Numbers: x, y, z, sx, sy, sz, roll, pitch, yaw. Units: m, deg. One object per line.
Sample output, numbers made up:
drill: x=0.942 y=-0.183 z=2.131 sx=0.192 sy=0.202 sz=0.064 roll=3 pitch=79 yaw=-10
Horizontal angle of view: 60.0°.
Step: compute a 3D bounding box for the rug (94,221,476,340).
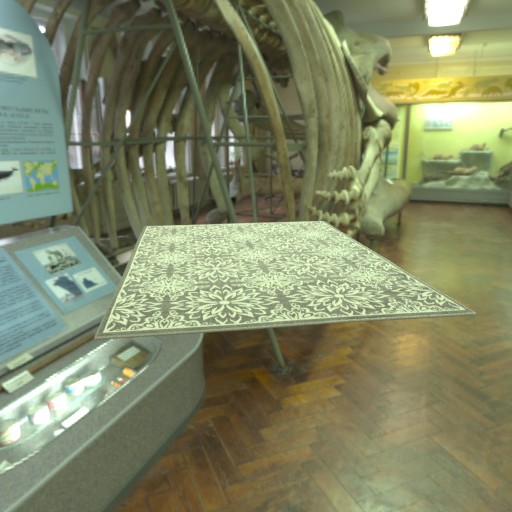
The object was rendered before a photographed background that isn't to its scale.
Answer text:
rug: x=0.000 y=0.000 z=2.872 sx=1.608 sy=0.014 sz=2.213 roll=-2 pitch=15 yaw=-9
